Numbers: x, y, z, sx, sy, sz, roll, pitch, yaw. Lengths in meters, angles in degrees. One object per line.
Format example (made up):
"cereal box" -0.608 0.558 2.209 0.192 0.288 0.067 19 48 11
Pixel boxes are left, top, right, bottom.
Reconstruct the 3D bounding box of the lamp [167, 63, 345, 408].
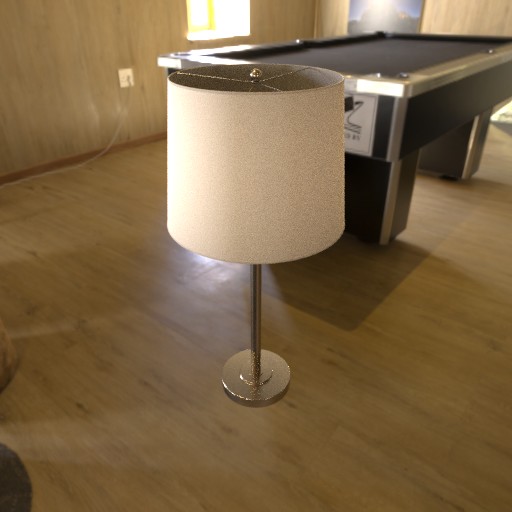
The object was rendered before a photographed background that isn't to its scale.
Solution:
"lamp" 0.000 0.000 0.886 0.333 0.696 0.333 0 31 0
